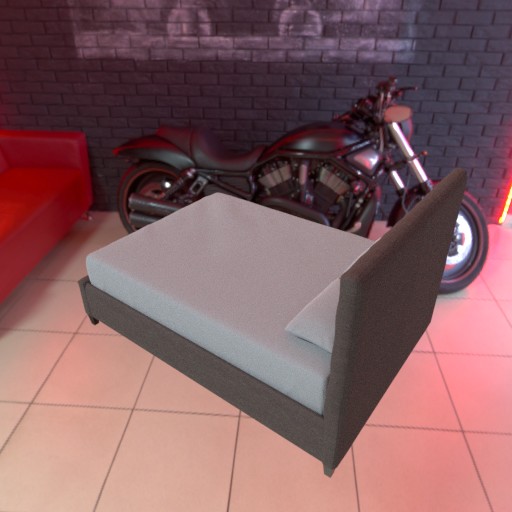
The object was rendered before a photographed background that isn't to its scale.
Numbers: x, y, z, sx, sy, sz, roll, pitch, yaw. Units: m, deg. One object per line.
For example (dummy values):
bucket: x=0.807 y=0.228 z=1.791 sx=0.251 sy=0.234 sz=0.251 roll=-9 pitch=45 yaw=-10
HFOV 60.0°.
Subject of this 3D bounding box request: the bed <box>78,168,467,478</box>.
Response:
bed: x=0.000 y=0.000 z=3.404 sx=2.387 sy=1.427 sz=1.698 roll=21 pitch=37 yaw=31
